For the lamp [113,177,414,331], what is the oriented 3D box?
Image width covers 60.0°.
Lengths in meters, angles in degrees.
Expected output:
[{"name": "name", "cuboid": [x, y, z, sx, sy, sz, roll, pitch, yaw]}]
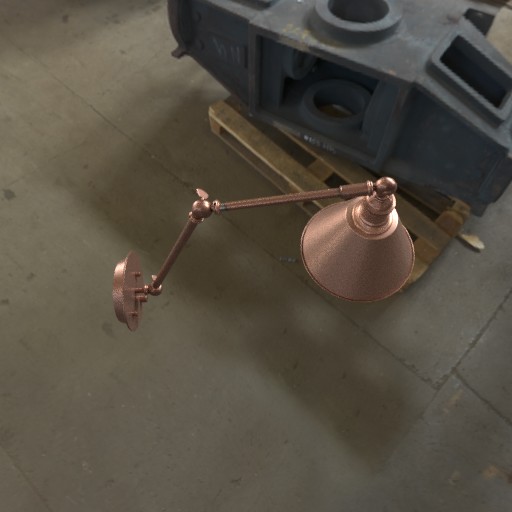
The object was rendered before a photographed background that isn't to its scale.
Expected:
[{"name": "lamp", "cuboid": [0.000, 0.000, 0.891, 0.624, 0.502, 0.223, -2, 64, -1]}]
